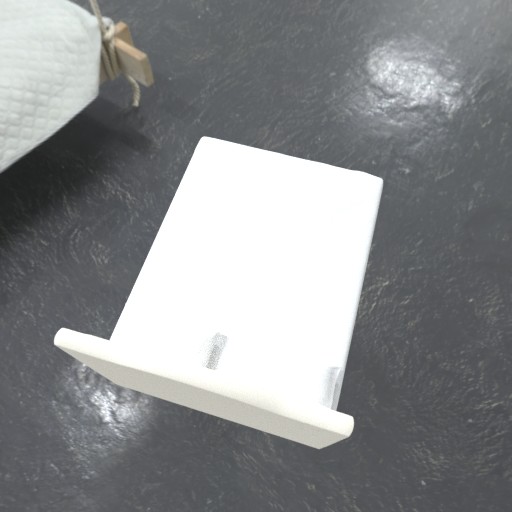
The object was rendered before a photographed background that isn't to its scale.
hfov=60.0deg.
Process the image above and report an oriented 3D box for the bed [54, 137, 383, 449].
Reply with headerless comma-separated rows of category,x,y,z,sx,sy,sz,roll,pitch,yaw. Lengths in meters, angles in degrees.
bed,0.000,0.000,3.408,1.821,1.436,2.282,15,65,7
